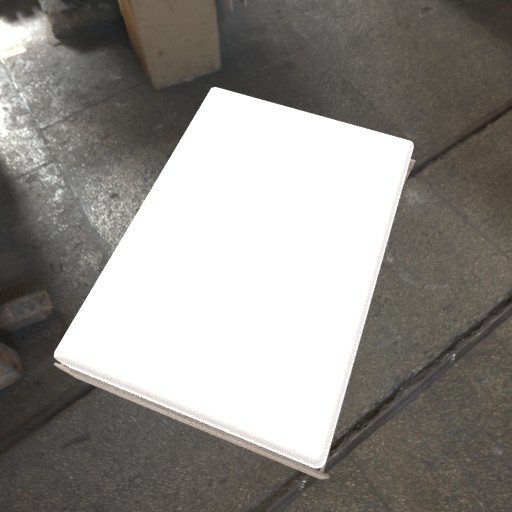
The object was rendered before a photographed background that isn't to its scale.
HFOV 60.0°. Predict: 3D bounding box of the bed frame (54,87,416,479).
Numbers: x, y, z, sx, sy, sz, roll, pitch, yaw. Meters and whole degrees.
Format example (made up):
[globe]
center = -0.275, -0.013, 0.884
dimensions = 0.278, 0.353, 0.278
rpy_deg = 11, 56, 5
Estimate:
[bed frame]
center = 0.000, 0.000, 2.597
dimensions = 1.445, 0.497, 1.945
rpy_deg = 19, 64, 9
